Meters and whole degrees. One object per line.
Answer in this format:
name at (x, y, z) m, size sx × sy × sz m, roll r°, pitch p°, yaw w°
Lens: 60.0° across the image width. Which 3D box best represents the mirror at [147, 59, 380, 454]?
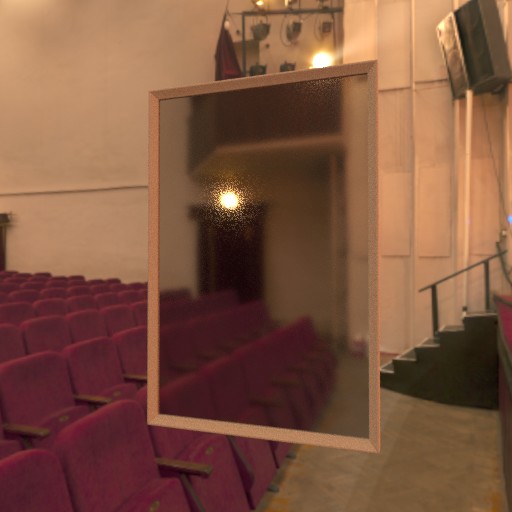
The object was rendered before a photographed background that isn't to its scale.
mirror at (0.000, 0.000, 1.139) m, size 0.609 × 0.915 × 0.041 m, roll 0°, pitch -1°, yaw 18°
